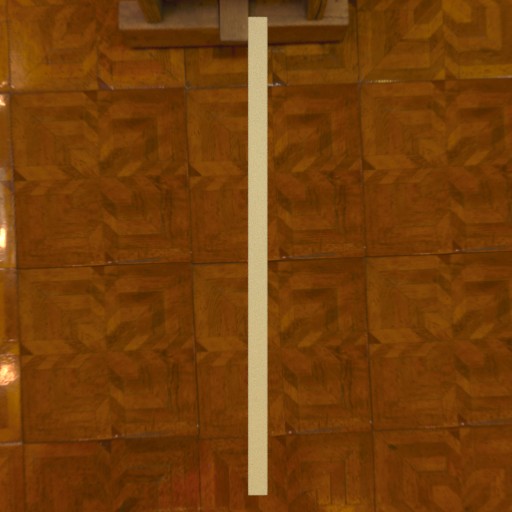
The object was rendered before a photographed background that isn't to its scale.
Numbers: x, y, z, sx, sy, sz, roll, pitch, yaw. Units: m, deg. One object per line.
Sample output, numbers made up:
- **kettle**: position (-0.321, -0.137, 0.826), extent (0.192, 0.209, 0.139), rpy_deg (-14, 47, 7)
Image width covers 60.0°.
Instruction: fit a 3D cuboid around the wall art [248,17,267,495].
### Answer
- **wall art**: position (0.000, 0.000, 1.151), extent (0.037, 0.609, 0.916), rpy_deg (0, 90, -1)
